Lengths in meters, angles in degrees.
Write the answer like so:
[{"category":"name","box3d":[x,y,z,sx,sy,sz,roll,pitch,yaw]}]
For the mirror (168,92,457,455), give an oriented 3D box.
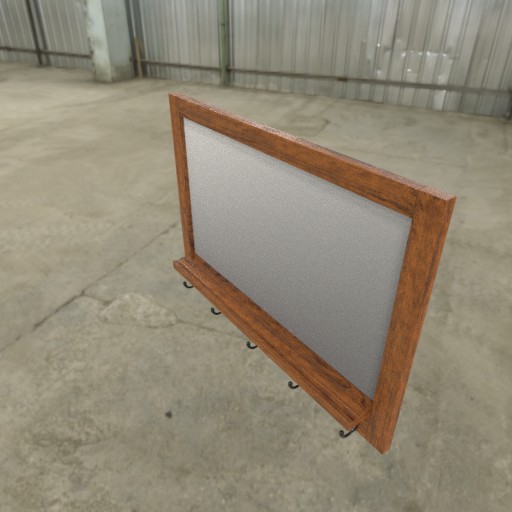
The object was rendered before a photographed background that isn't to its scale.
[{"category":"mirror","box3d":[0.000,0.000,0.953,0.084,0.537,0.758,-22,38,-30]}]
